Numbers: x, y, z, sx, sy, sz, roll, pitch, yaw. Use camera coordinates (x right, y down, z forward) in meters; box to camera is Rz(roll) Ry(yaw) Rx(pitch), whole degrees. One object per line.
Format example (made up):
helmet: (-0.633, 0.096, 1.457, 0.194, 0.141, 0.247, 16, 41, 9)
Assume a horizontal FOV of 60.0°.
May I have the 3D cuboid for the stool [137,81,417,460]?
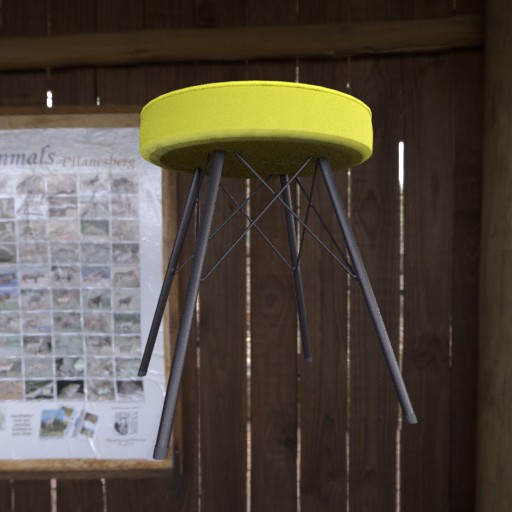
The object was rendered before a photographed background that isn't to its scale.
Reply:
stool: (0.000, 0.000, 0.806, 0.409, 0.508, 0.409, 0, 1, -18)
